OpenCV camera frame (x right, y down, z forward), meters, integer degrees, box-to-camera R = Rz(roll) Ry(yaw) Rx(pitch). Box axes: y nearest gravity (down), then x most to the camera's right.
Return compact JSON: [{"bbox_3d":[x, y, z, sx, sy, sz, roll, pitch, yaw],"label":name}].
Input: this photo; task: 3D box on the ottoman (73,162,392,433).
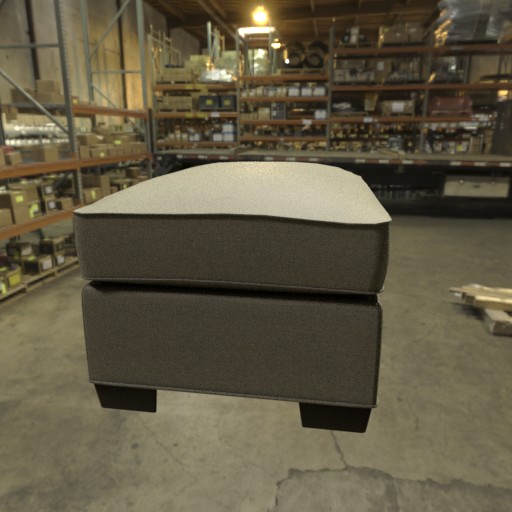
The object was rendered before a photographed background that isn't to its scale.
[{"bbox_3d":[0.000,0.000,1.257,0.619,0.504,0.843,2,16,8],"label":"ottoman"}]
